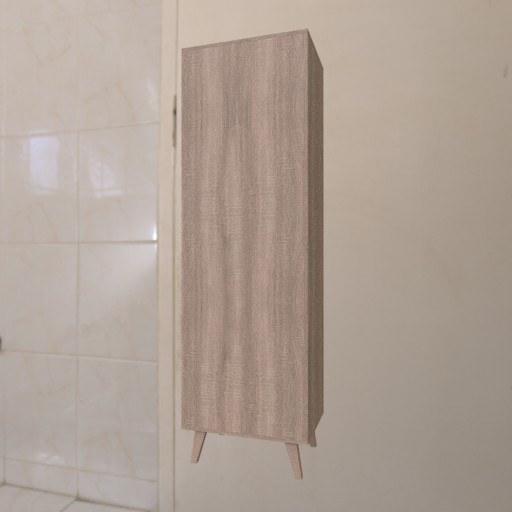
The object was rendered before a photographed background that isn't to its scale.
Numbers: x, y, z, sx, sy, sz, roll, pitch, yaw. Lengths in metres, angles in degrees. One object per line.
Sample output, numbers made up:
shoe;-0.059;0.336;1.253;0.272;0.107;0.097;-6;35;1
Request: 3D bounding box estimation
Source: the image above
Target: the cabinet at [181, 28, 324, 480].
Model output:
cabinet;0.000;0.000;2.077;0.570;1.850;0.400;0;0;18
